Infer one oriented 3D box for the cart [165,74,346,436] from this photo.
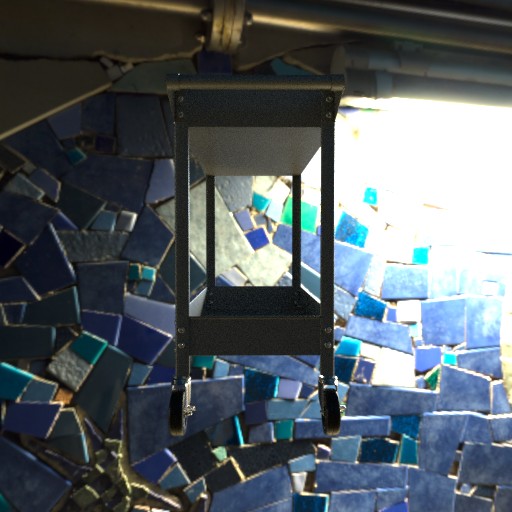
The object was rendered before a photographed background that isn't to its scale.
[{"bbox_3d":[0.000,0.000,1.214,0.366,0.719,0.779,0,2,-1],"label":"cart"}]
